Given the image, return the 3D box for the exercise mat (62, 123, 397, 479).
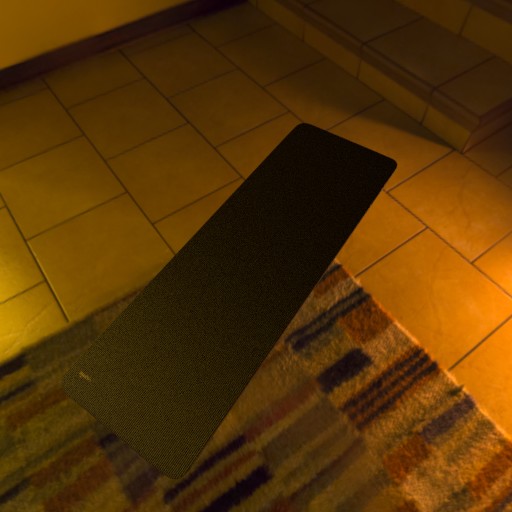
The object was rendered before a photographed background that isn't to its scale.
[{"bbox_3d":[0.000,0.000,2.042,0.616,0.021,1.869,29,61,18],"label":"exercise mat"}]
